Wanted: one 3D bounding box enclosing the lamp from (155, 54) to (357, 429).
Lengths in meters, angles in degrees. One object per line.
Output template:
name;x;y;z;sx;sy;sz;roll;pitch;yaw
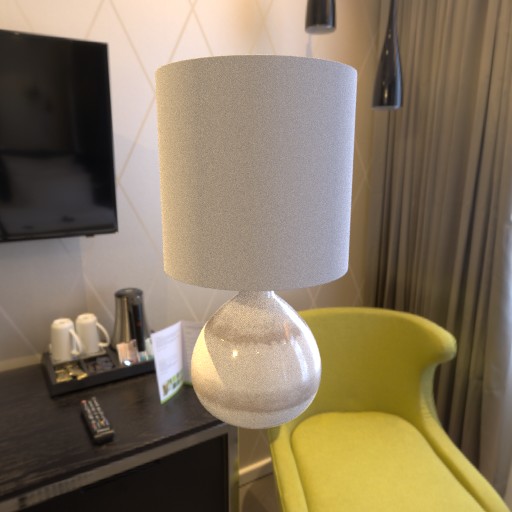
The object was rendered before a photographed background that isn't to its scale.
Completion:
lamp;0.000;0.000;0.530;0.217;0.404;0.217;7;15;27
